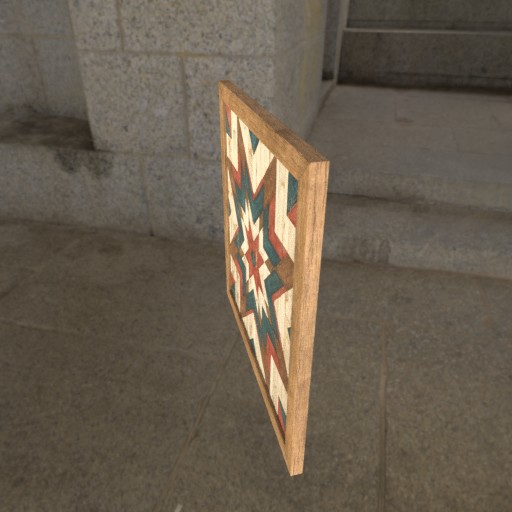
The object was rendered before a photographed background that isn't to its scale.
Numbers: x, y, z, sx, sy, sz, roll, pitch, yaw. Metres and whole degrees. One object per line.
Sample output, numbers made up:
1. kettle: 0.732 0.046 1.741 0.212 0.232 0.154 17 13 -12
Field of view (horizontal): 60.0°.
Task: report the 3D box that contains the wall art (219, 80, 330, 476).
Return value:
1. wall art: 0.000 0.000 1.064 0.029 0.691 0.695 -7 31 -12
